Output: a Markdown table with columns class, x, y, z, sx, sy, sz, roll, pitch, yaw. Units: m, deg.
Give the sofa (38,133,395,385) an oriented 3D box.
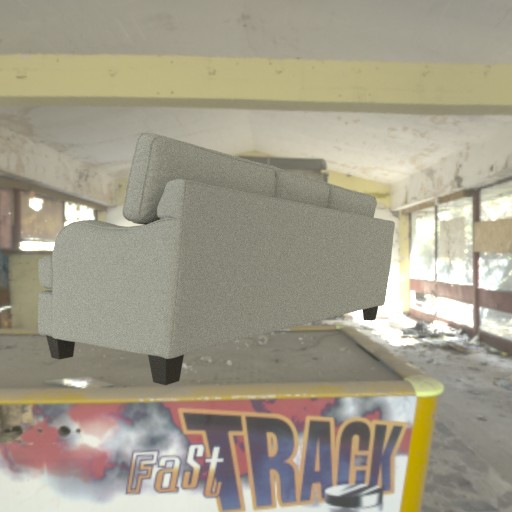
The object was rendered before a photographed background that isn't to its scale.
| class | x | y | z | sx | sy | sz | roll | pitch | yaw |
| --- | --- | --- | --- | --- | --- | --- | --- | --- | --- |
| sofa | 0.000 | 0.000 | 2.794 | 1.016 | 0.997 | 2.323 | 0 | 0 | 36 |
